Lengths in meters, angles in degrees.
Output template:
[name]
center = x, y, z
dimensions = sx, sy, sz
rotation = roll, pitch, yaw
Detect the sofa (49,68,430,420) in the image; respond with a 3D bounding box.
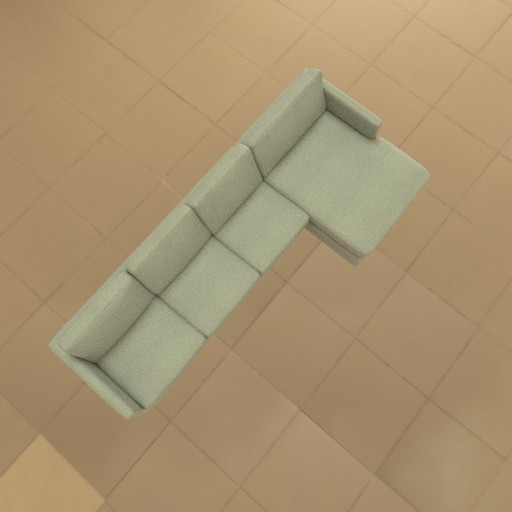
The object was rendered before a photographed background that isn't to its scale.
[sofa]
center = 0.000, 0.000, 4.062
dimensions = 1.604, 0.950, 3.471
rotation = 39, 79, 9
